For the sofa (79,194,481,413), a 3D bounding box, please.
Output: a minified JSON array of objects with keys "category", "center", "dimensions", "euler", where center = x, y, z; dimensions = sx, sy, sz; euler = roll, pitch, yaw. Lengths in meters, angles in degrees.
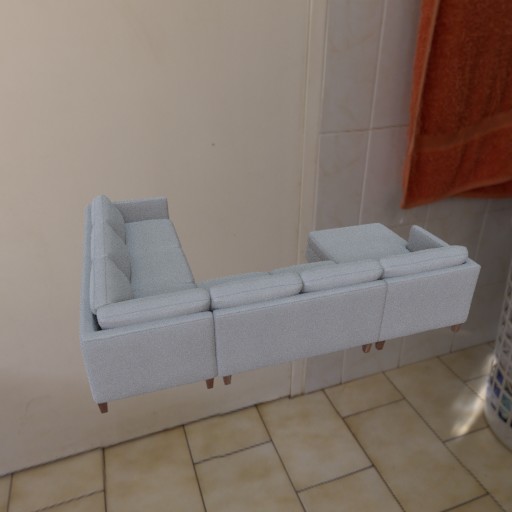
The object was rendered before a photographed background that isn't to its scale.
[{"category":"sofa","center":[0.000,0.000,4.476],"dimensions":[3.238,0.853,2.551],"euler":[-9,30,-16]}]
